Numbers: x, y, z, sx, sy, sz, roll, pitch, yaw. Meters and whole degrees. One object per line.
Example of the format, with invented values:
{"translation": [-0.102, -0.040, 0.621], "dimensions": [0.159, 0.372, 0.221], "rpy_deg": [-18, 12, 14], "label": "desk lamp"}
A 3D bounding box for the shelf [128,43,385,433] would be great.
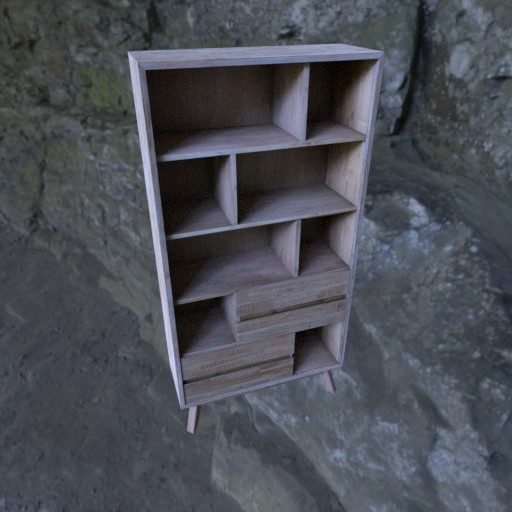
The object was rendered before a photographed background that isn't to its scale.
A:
{"translation": [0.000, 0.000, 1.747], "dimensions": [0.748, 1.471, 0.308], "rpy_deg": [-10, 32, -16], "label": "shelf"}
